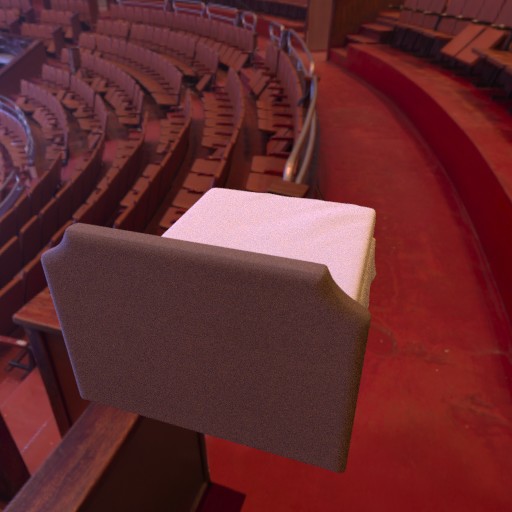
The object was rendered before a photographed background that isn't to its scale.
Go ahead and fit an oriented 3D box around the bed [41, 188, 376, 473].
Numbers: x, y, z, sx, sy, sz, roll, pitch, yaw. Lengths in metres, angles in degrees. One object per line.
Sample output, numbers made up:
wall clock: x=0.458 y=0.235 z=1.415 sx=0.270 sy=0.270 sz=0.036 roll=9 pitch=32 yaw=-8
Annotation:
bed: x=0.000 y=0.000 z=3.146 sx=1.693 sy=1.290 sz=2.116 roll=10 pitch=33 yaw=15
